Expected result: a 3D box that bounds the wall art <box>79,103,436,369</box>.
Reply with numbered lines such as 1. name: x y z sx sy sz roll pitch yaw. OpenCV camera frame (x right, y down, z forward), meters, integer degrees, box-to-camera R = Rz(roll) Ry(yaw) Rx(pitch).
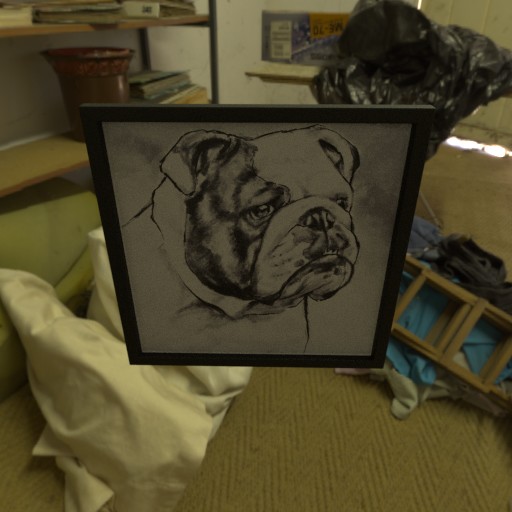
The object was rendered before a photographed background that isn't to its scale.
1. wall art: 0.000 0.000 0.689 0.456 0.453 0.022 1 31 1
